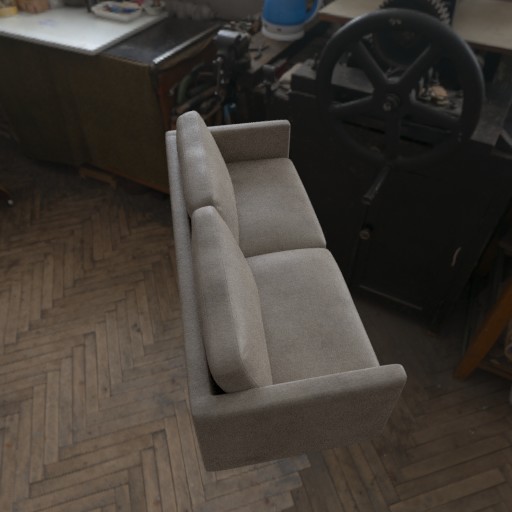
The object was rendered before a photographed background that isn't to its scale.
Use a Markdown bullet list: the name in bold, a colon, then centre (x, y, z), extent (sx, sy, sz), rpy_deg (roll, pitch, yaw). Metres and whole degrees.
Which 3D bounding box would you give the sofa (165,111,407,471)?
- **sofa**: centre (0.000, 0.000, 2.739), extent (0.951, 0.965, 2.208), rpy_deg (-8, 47, -7)
